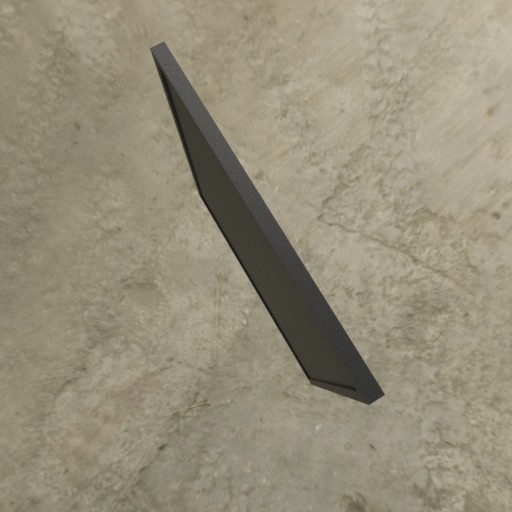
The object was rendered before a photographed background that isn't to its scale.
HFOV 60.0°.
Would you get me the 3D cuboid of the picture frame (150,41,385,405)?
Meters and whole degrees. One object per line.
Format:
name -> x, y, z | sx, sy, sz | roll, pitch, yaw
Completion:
picture frame -> 0.000, 0.000, 1.171 | 0.032, 0.775, 0.775 | -30, 78, -7
